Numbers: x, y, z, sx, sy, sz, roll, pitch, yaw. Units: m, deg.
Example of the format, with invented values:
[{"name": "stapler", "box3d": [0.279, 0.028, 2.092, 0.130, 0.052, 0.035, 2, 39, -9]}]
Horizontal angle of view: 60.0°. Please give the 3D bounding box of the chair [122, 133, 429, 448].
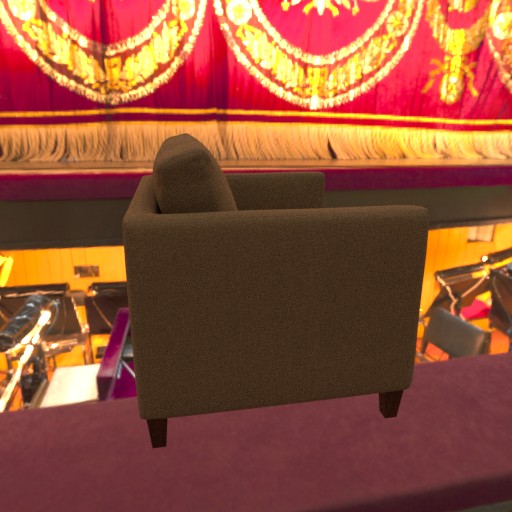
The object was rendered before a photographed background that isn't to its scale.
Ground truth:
[{"name": "chair", "box3d": [0.000, 0.000, 1.844, 0.959, 0.963, 1.107, -3, 17, -10]}]
